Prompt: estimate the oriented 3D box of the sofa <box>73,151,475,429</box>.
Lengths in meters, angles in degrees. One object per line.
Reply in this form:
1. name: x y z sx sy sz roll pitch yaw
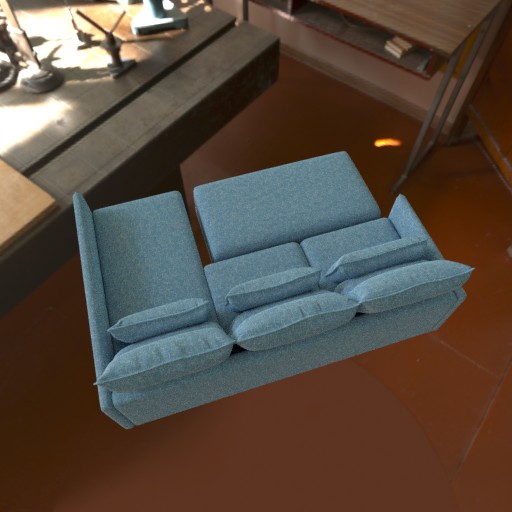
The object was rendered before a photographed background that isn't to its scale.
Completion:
1. sofa: 0.000 0.000 2.797 2.034 0.899 1.420 -15 60 -9
